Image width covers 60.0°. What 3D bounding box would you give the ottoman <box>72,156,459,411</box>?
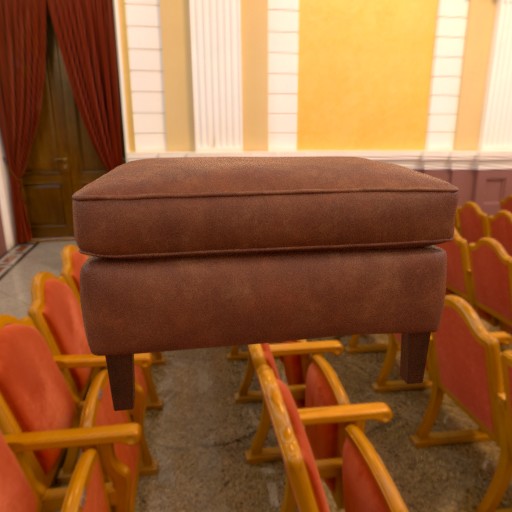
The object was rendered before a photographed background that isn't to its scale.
[{"bbox_3d":[0.000,0.000,0.976,0.665,0.418,0.501,-3,17,-8],"label":"ottoman"}]
